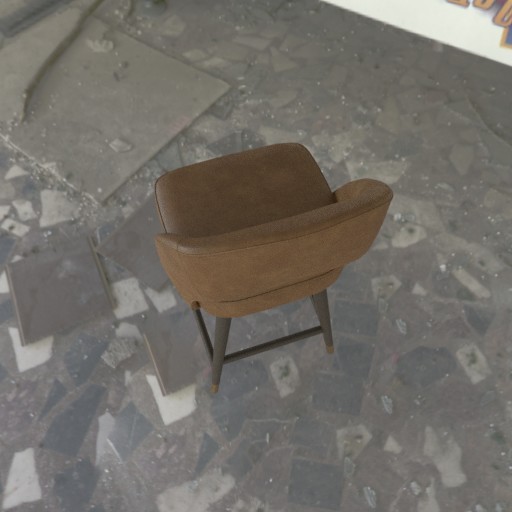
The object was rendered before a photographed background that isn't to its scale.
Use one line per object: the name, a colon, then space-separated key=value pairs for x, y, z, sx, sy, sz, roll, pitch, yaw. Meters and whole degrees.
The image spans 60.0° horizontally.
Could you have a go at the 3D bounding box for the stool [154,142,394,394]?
stool: x=0.000 y=0.000 z=1.225 sx=0.494 sy=0.940 sz=0.509 roll=-16 pitch=61 yaw=-9
